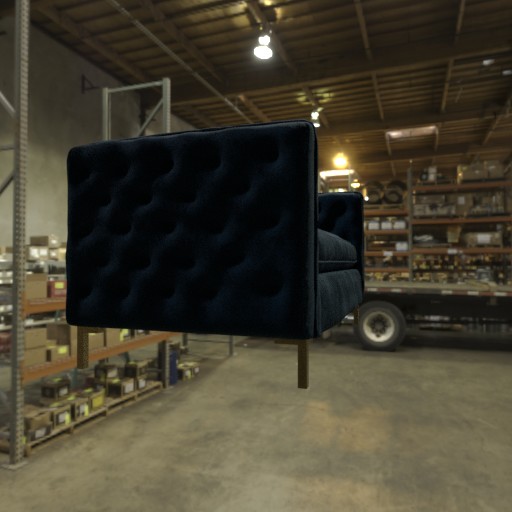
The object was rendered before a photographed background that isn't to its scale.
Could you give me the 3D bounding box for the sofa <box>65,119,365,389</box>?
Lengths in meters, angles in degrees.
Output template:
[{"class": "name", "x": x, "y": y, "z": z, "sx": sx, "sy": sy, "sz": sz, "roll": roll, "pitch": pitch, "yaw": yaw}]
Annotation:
[{"class": "sofa", "x": 0.000, "y": 0.000, "z": 2.136, "sx": 0.909, "sy": 0.810, "sz": 1.583, "roll": 0, "pitch": -1, "yaw": 19}]
